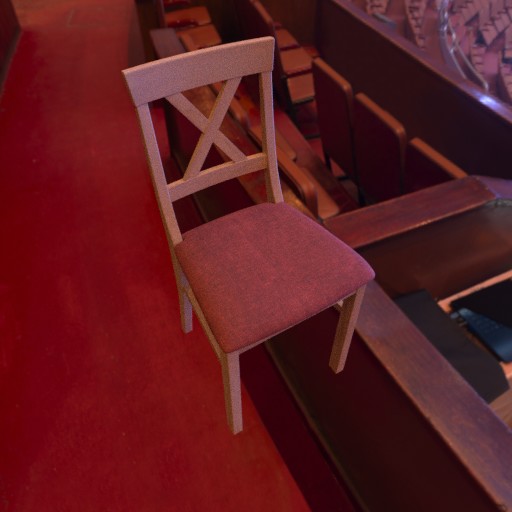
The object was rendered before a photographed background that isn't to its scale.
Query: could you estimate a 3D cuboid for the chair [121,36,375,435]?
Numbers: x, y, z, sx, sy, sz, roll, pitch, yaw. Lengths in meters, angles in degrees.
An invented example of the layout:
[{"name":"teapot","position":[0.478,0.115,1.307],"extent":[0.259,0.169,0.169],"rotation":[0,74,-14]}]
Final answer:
[{"name":"chair","position":[0.000,0.000,1.182],"extent":[0.439,0.912,0.492],"rotation":[-24,50,-21]}]
